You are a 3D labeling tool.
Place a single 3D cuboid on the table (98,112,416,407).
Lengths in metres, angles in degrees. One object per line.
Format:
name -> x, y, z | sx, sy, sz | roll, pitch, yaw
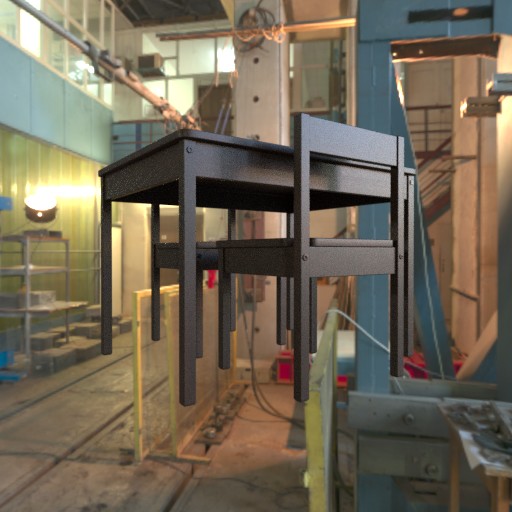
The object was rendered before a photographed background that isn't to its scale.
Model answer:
table -> 0.000, 0.000, 1.119 | 0.650, 0.503, 0.672 | 0, 1, -35
